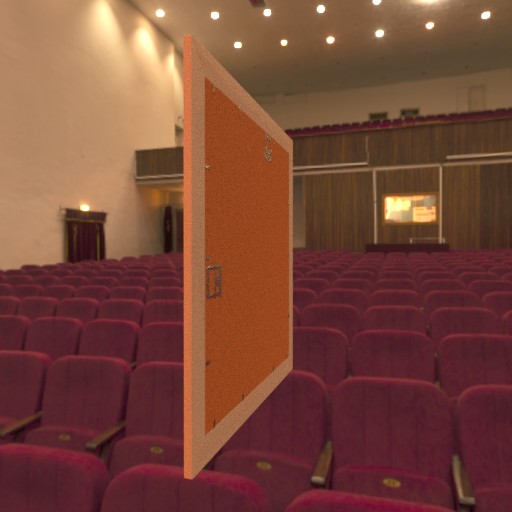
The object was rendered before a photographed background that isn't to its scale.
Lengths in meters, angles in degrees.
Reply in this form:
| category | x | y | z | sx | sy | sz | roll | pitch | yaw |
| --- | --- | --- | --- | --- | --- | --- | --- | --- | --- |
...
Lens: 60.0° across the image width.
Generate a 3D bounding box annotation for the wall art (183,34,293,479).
| category | x | y | z | sx | sy | sz | roll | pitch | yaw |
| --- | --- | --- | --- | --- | --- | --- | --- | --- | --- |
| wall art | 0.000 | 0.000 | 0.859 | 0.013 | 0.584 | 0.584 | 0 | 0 | 18 |
